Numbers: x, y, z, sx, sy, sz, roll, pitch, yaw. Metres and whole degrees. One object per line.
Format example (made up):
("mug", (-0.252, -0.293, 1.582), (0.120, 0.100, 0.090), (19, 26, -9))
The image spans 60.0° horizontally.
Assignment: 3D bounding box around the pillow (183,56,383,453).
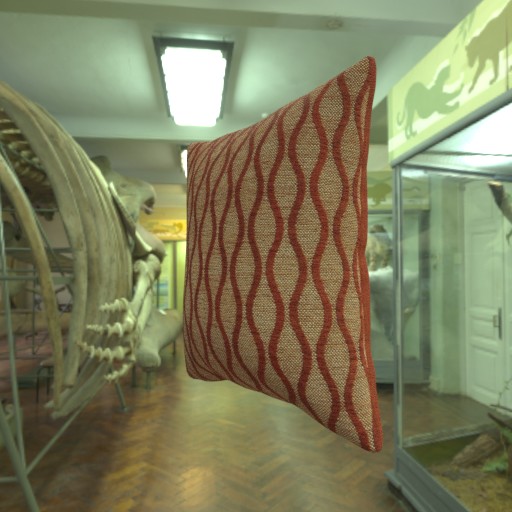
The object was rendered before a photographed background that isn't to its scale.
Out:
("pillow", (0.000, 0.000, 0.646), (0.159, 0.434, 0.429), (1, -2, -37))
